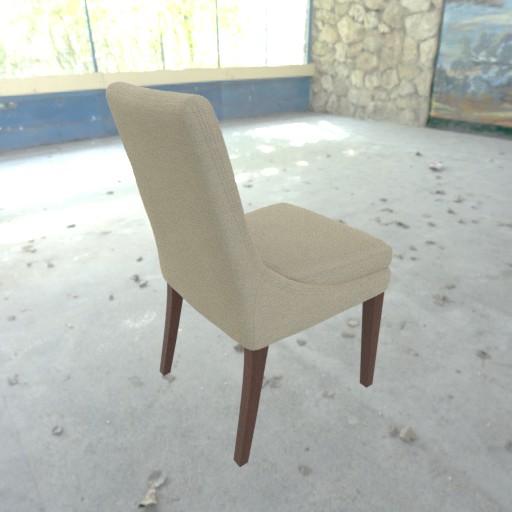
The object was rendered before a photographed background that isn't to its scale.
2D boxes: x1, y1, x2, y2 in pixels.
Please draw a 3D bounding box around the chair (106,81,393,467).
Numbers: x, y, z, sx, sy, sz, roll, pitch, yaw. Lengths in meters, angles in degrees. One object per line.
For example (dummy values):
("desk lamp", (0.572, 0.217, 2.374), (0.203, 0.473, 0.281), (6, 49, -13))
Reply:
("chair", (0.000, 0.000, 1.277), (0.638, 0.940, 0.515), (-18, 31, -33))
